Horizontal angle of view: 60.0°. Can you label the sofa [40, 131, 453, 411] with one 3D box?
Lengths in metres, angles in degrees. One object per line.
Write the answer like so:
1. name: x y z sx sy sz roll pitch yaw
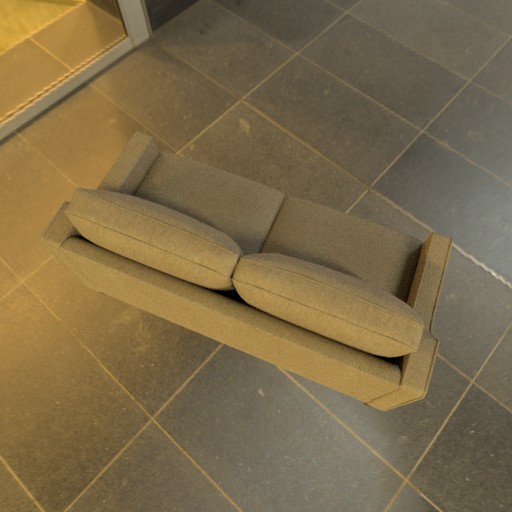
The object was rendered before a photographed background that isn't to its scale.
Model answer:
1. sofa: 0.000 0.000 2.806 2.181 1.074 1.073 20 67 9
